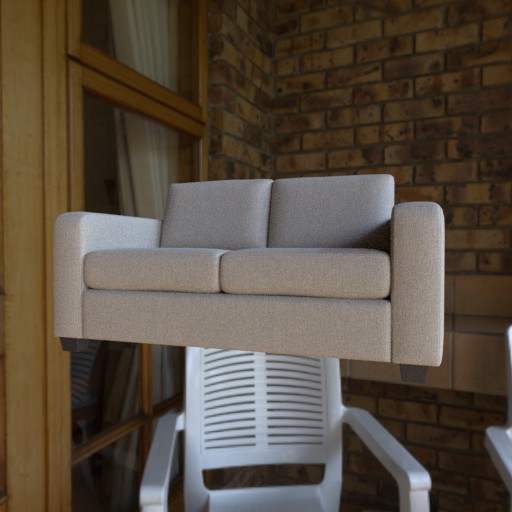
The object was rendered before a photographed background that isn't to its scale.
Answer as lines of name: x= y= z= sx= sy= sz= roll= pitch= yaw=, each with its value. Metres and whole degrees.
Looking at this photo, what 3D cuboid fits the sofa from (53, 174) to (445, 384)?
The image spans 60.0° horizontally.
sofa: x=0.000 y=0.000 z=2.043 sx=1.540 sy=0.800 sz=0.900 roll=0 pitch=1 yaw=18
